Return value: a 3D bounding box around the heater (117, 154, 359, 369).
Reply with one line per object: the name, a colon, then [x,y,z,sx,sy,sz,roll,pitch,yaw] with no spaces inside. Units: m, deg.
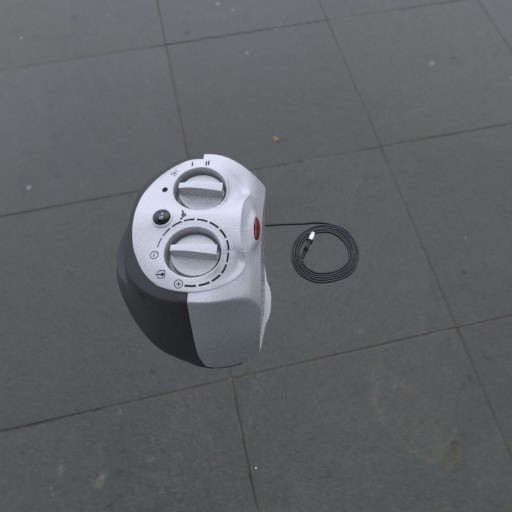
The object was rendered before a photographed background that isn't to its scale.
heater: [0.000,0.000,0.499,0.291,0.255,0.239,2,64,1]
